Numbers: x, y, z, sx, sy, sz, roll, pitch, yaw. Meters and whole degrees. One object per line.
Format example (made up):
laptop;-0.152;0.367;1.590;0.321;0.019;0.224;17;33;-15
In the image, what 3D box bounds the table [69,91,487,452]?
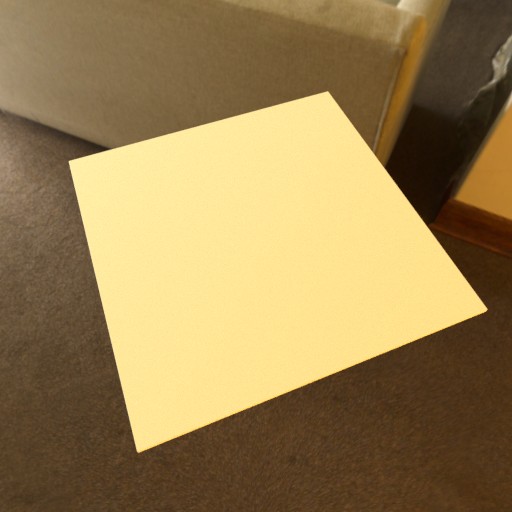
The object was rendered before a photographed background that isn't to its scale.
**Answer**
table;0.000;0.000;1.365;0.890;0.305;0.890;-19;60;-11
